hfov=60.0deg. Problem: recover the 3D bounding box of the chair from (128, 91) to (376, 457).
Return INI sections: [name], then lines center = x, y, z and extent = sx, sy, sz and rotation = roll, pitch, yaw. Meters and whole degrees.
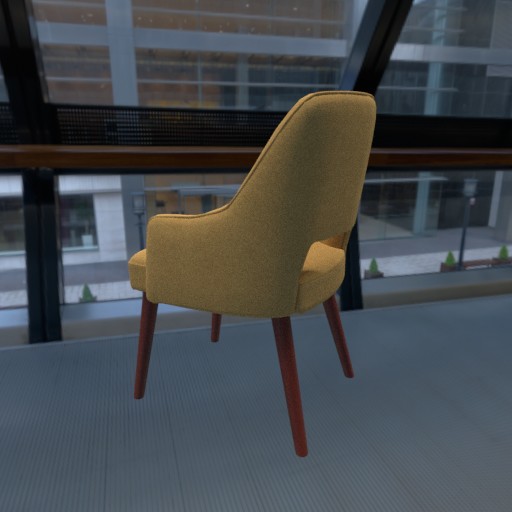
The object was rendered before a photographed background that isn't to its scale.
[chair]
center = 0.000, 0.000, 1.260
extent = 0.605, 0.849, 0.548
rotation = 8, 18, 27
